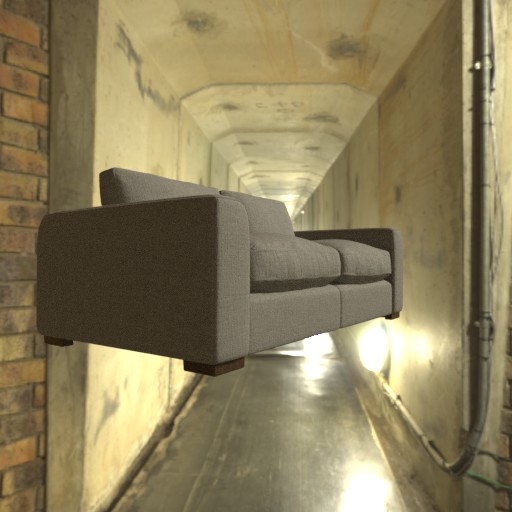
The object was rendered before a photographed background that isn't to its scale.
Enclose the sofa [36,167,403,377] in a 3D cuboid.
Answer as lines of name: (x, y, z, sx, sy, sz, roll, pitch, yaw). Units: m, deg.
sofa: (0.000, 0.000, 2.440, 1.069, 0.800, 1.920, -1, -1, 35)
